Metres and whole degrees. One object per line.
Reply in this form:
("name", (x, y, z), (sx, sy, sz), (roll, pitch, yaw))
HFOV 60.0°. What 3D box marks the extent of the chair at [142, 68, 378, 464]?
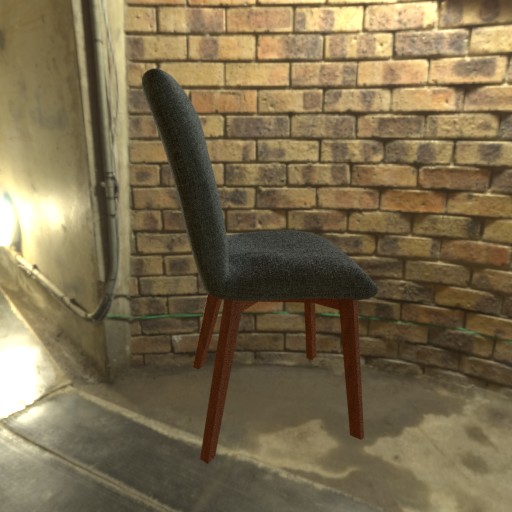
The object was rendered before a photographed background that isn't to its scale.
("chair", (0.000, 0.000, 1.301), (0.563, 0.974, 0.522), (-3, 17, -10))
